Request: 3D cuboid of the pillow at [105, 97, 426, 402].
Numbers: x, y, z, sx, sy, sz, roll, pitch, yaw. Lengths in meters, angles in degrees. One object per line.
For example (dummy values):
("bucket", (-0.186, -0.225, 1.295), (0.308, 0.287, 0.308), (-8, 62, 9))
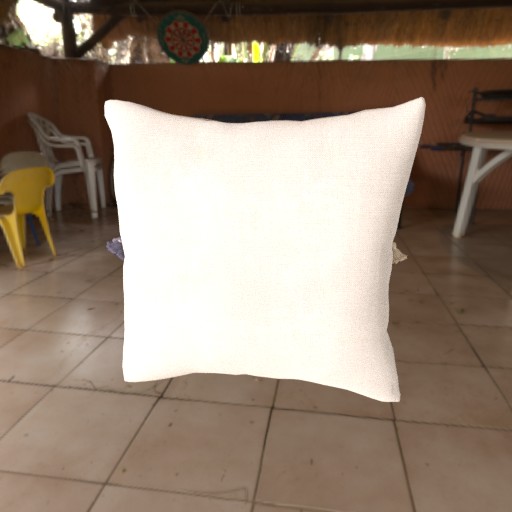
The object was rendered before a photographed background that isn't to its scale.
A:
("pillow", (0.000, 0.000, 0.720), (0.489, 0.481, 0.165), (2, 17, 8))
